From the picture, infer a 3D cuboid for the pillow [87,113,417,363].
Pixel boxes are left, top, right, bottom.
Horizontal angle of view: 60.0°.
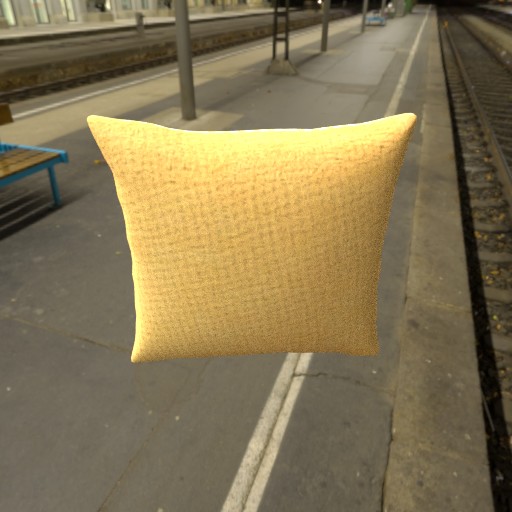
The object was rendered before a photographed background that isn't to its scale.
[{"bbox_3d":[0.000,0.000,0.652,0.419,0.407,0.173,-1,30,-2],"label":"pillow"}]
